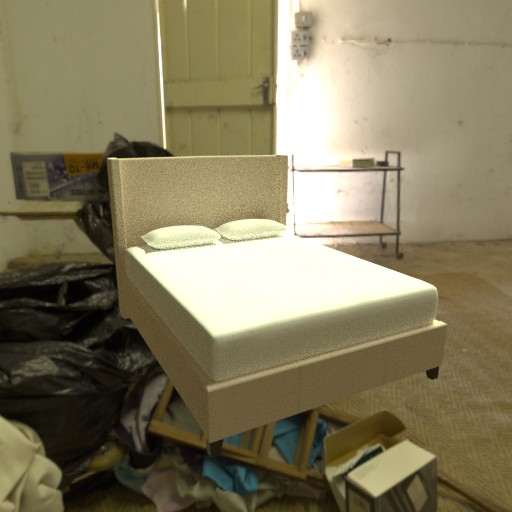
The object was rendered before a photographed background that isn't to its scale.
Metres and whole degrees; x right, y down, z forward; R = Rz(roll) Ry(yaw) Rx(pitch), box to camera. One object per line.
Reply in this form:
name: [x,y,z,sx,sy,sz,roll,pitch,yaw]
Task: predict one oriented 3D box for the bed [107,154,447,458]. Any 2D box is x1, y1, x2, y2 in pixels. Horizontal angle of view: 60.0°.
bed: [0.000,0.000,3.530,1.778,1.471,2.293,-8,17,-27]
